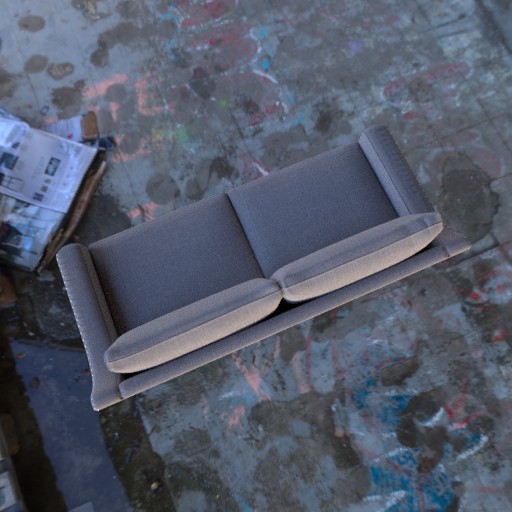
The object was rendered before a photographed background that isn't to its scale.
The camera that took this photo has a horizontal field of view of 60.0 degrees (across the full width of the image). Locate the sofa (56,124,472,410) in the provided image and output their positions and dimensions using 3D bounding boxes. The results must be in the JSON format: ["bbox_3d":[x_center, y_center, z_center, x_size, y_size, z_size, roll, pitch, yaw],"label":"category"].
[{"bbox_3d":[0.000,0.000,2.738,2.208,0.857,1.000,-22,76,-6],"label":"sofa"}]
